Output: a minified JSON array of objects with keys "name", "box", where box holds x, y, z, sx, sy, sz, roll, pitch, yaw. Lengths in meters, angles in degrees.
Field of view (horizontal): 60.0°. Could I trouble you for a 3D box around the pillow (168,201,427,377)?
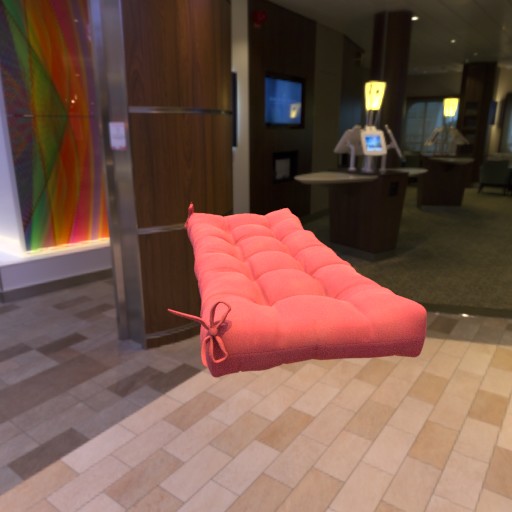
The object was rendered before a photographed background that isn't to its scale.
[{"name":"pillow","box":[0.000,0.000,1.365,0.511,0.174,1.194,-3,17,-10]}]
